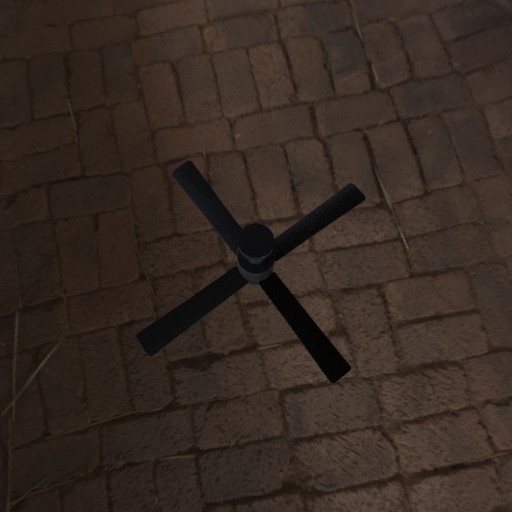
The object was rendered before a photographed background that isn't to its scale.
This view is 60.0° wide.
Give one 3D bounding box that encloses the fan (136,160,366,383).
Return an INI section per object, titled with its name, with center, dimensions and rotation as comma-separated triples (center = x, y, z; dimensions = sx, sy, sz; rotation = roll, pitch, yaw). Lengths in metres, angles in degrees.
[fan]
center = 0.000, 0.000, 2.329
dimensions = 1.525, 0.534, 1.525
rotation = -35, 77, -9
